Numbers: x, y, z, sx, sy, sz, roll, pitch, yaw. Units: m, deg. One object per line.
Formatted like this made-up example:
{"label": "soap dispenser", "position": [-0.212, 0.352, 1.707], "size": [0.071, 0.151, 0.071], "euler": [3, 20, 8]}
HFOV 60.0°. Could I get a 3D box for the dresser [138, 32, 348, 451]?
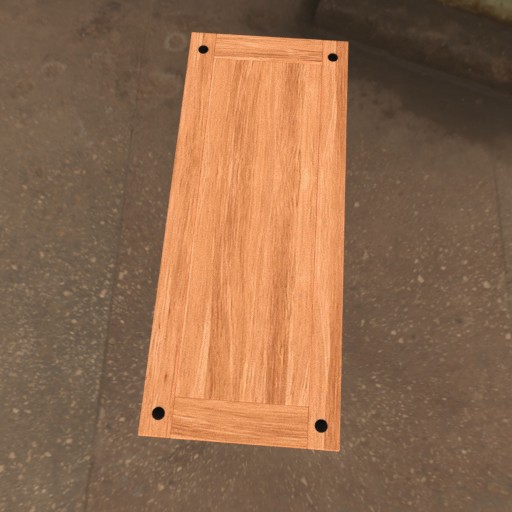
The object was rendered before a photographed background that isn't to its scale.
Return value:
{"label": "dresser", "position": [0.000, 0.000, 1.380], "size": [0.410, 0.740, 0.990], "euler": [4, 75, 1]}
